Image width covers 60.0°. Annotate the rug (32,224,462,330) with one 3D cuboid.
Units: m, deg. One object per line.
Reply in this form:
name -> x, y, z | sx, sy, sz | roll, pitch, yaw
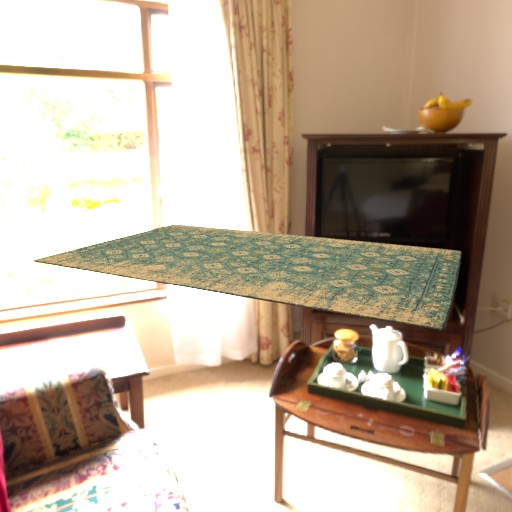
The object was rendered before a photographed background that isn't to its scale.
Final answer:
rug -> 0.000, 0.000, 2.156 | 1.795, 0.008, 1.102 | 7, 16, 26
